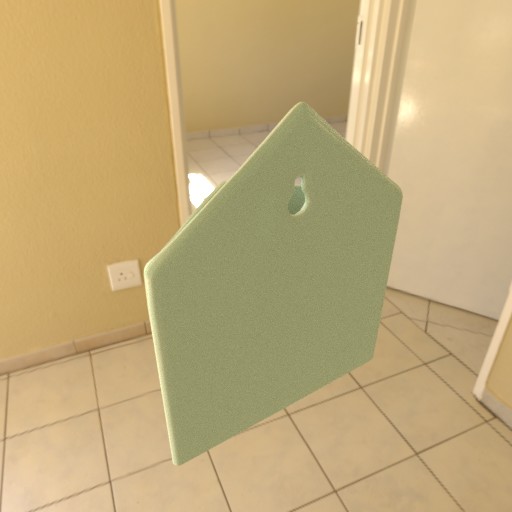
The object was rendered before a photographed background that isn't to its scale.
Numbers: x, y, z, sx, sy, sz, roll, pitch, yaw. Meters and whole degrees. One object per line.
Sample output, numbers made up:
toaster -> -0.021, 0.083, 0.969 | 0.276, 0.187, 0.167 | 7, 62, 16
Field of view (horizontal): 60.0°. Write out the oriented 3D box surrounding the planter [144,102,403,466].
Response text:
planter -> 0.000, 0.000, 0.274 | 0.164, 0.197, 0.079 | -19, 36, -28
